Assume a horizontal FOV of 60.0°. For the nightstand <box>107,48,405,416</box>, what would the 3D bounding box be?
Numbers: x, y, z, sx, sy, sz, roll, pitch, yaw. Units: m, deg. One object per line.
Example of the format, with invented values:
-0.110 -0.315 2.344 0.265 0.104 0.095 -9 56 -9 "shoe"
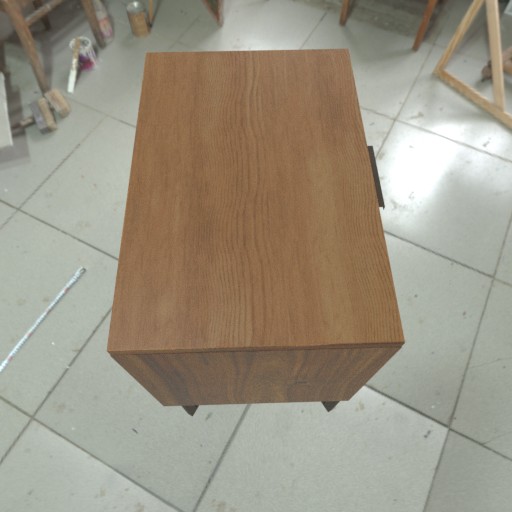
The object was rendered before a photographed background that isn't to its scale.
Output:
0.000 0.000 1.022 0.427 0.615 0.613 -1 62 -1 "nightstand"
